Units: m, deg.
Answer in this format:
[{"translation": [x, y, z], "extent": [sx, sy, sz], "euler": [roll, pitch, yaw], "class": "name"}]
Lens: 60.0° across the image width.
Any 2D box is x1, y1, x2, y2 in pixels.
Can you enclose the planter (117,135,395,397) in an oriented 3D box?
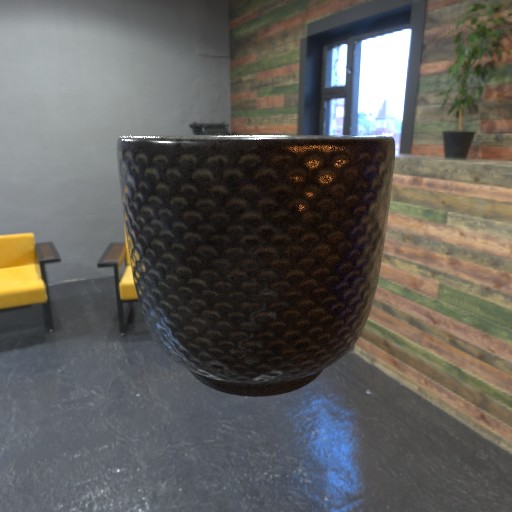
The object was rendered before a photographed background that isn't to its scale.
[{"translation": [0.000, 0.000, 0.247], "extent": [0.140, 0.129, 0.140], "euler": [0, 15, 0], "class": "planter"}]
